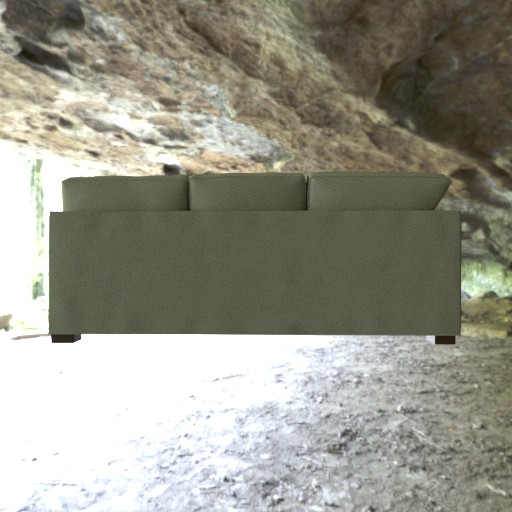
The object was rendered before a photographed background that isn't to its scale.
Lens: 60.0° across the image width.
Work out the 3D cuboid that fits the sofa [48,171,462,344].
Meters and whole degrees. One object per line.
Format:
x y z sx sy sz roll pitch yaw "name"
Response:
0.000 0.000 3.418 2.189 0.939 2.182 0 0 1 "sofa"
